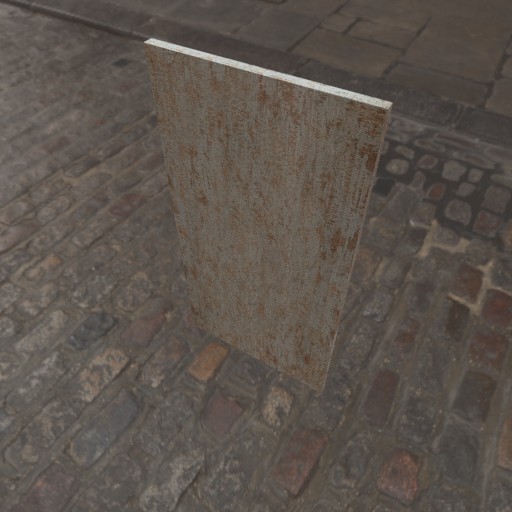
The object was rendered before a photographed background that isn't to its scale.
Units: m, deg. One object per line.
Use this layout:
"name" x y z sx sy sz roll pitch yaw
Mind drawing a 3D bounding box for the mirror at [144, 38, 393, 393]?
"mirror" 0.000 0.000 1.082 0.472 0.922 0.027 24 51 21
